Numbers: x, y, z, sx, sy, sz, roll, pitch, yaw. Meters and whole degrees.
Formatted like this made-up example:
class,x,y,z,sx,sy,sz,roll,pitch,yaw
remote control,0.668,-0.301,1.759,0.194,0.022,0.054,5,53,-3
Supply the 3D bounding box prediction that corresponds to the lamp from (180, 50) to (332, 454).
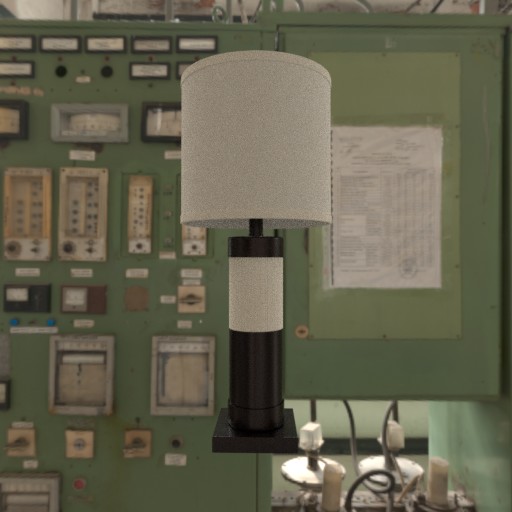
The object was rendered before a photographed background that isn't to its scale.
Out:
class,x,y,z,sx,sy,sz,roll,pitch,yaw
lamp,0.000,0.000,0.627,0.211,0.509,0.211,0,0,1
